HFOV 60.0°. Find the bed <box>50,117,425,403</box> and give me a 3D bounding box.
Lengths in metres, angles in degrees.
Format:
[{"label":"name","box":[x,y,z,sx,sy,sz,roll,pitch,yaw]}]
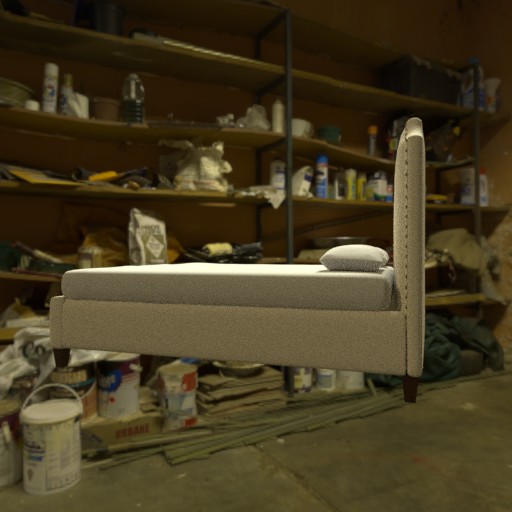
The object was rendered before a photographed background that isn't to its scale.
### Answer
[{"label":"bed","box":[0.000,0.000,3.391,2.372,1.497,1.712,0,0,18]}]
